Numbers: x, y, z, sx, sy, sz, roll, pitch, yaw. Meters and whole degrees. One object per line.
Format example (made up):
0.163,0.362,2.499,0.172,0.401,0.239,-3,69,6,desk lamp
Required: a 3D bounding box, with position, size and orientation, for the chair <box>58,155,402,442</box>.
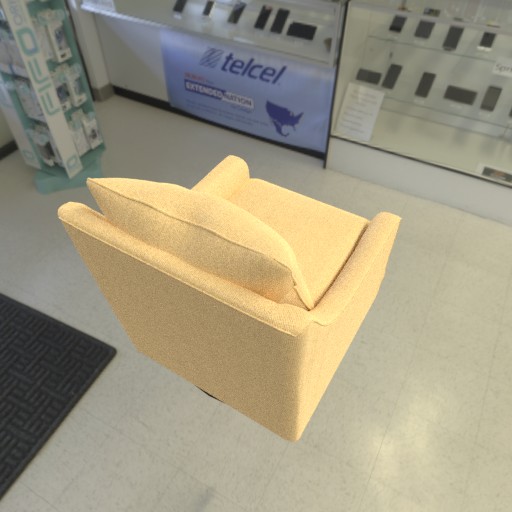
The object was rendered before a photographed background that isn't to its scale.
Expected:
0.000,0.000,1.552,0.760,0.927,0.876,24,51,21,chair
